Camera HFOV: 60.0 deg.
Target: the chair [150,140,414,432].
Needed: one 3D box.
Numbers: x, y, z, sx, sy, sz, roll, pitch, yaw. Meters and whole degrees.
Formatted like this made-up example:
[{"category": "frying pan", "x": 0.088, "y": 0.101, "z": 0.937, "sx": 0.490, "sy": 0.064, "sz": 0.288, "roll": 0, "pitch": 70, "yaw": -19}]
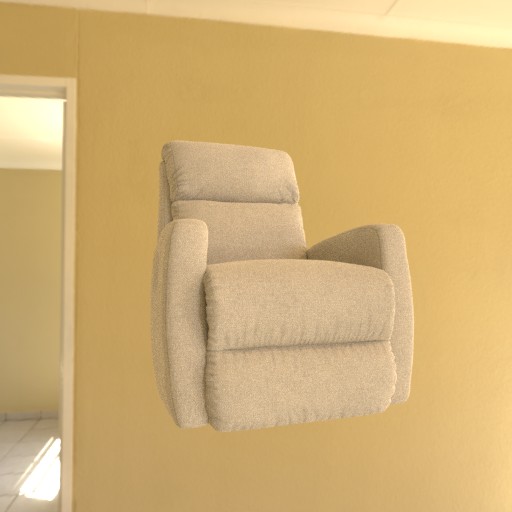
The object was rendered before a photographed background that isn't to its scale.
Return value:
[{"category": "chair", "x": 0.000, "y": 0.000, "z": 1.671, "sx": 0.794, "sy": 1.021, "sz": 0.940, "roll": 1, "pitch": -2, "yaw": -19}]
